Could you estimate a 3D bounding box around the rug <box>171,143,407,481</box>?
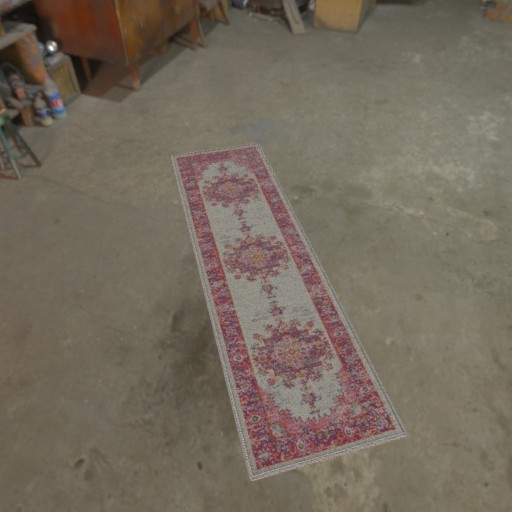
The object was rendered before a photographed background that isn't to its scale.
[{"bbox_3d":[0.000,0.000,2.514,0.666,0.011,2.294,-11,47,-11],"label":"rug"}]
